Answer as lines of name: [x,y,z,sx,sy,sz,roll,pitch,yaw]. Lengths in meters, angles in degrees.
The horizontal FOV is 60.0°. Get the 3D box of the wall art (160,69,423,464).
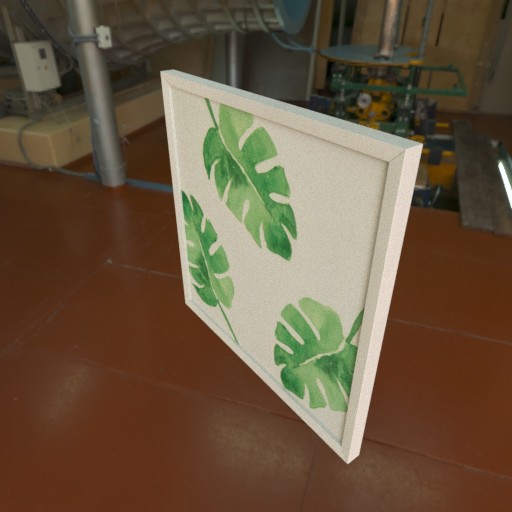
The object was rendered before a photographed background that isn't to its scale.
wall art: [0.000,0.000,1.103,0.040,0.762,0.762,-22,39,-31]
